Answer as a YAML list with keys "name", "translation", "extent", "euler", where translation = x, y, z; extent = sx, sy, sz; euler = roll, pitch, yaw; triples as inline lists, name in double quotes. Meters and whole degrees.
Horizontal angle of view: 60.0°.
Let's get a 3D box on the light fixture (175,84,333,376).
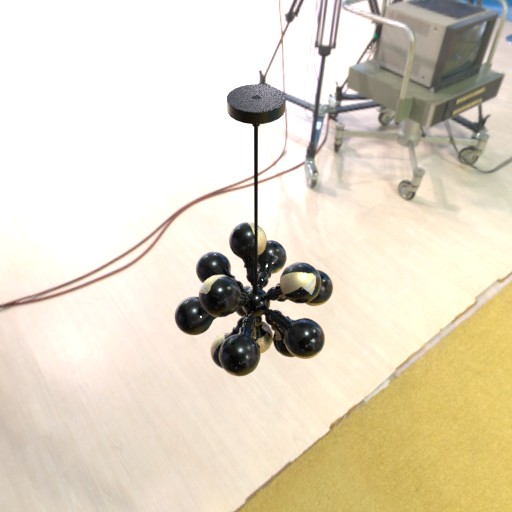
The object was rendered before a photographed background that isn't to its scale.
- name: "light fixture"
  translation: [0.000, 0.000, 1.137]
  extent: [0.420, 0.859, 0.468]
  euler: [10, 47, 9]
